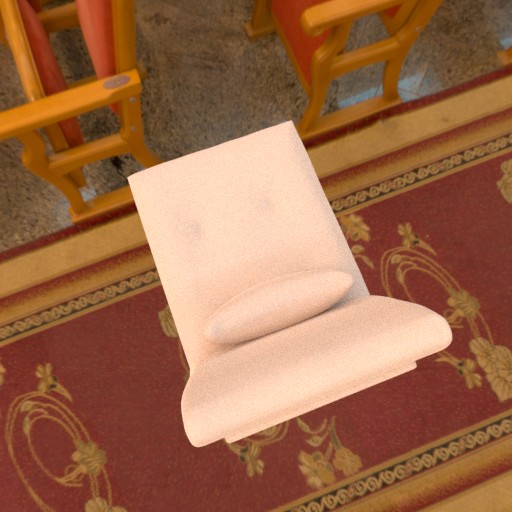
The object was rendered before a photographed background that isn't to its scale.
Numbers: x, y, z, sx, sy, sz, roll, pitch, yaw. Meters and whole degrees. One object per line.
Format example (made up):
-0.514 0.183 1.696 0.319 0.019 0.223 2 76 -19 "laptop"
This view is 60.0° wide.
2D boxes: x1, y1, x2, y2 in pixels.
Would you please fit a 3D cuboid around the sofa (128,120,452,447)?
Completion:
0.000 0.000 1.516 0.700 0.820 1.000 -20 76 -5 "sofa"
